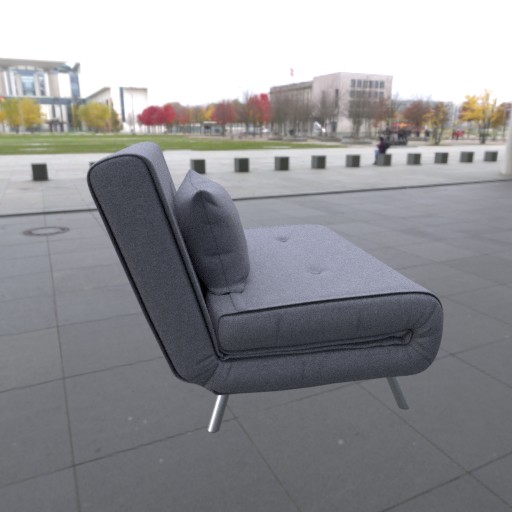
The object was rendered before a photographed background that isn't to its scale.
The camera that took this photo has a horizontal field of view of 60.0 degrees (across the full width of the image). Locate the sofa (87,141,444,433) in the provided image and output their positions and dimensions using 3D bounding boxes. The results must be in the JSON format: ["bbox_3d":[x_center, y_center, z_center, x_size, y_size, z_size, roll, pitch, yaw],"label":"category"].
[{"bbox_3d":[0.000,0.000,1.690,1.000,0.825,1.020,-3,16,-10],"label":"sofa"}]
